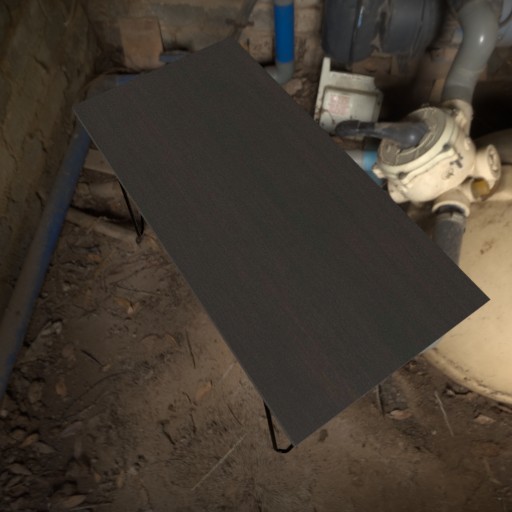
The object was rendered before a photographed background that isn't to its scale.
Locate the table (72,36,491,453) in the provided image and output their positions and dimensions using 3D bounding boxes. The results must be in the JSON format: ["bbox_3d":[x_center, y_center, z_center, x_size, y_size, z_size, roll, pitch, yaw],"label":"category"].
[{"bbox_3d":[0.000,0.000,1.331,0.499,0.660,0.991,-31,67,-15],"label":"table"}]
